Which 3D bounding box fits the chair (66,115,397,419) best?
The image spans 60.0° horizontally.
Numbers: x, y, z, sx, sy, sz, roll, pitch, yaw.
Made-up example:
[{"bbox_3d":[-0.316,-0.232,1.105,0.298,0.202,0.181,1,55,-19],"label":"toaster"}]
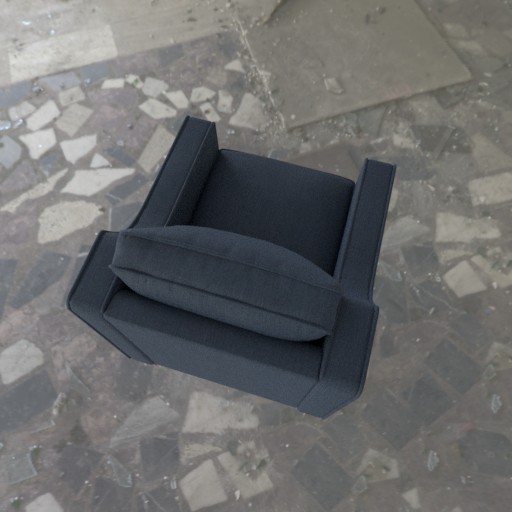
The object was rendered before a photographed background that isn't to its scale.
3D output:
[{"bbox_3d":[0.000,0.000,1.655,0.831,0.960,0.909,15,66,7],"label":"chair"}]
